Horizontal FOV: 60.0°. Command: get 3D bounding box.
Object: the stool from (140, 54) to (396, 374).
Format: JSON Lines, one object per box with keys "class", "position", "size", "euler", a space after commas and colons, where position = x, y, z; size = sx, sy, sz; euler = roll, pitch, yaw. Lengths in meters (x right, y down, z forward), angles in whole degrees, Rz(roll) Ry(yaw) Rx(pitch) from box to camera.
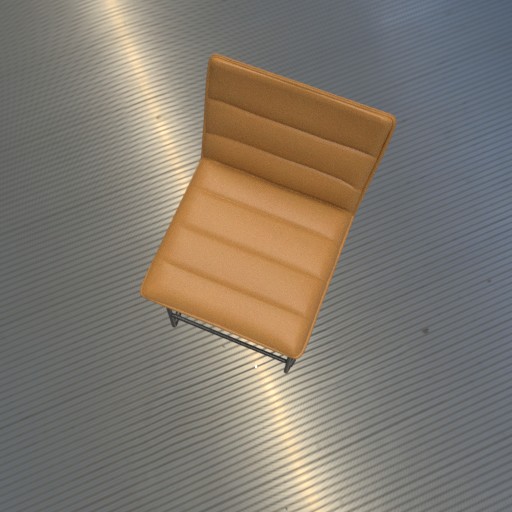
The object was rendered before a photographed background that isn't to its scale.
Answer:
{"class": "stool", "position": [0.000, 0.000, 1.240], "size": [0.489, 0.936, 0.524], "euler": [21, 77, 5]}
